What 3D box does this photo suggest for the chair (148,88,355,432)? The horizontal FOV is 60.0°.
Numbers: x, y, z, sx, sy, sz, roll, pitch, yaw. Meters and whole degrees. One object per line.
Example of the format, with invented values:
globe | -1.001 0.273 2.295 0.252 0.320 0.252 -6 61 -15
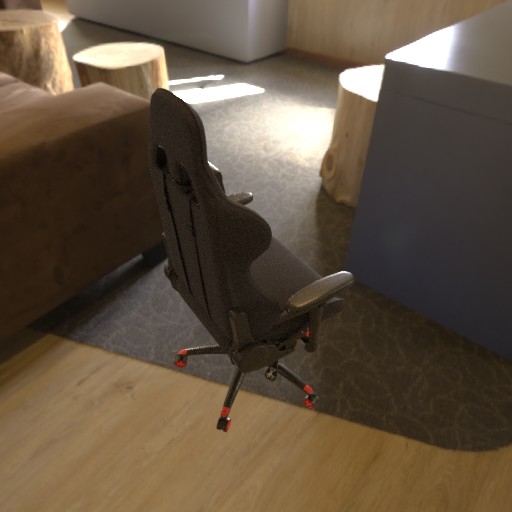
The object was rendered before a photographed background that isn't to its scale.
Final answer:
chair | 0.000 0.000 1.673 0.658 1.326 0.695 -24 46 -26
